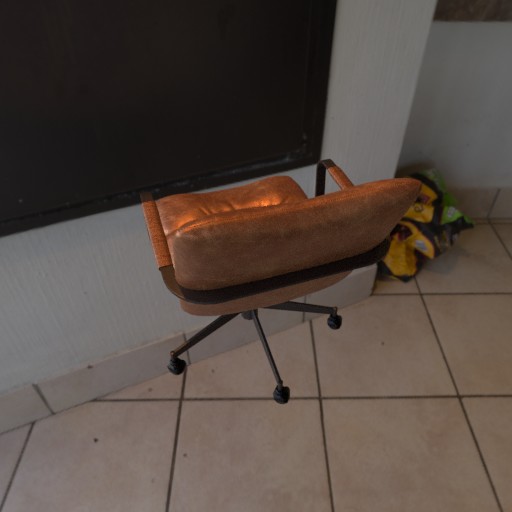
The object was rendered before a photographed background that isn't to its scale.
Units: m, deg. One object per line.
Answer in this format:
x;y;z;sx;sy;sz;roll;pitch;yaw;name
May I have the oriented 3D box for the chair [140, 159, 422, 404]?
0.000;0.000;1.483;0.727;0.922;0.754;-13;44;-14;chair
